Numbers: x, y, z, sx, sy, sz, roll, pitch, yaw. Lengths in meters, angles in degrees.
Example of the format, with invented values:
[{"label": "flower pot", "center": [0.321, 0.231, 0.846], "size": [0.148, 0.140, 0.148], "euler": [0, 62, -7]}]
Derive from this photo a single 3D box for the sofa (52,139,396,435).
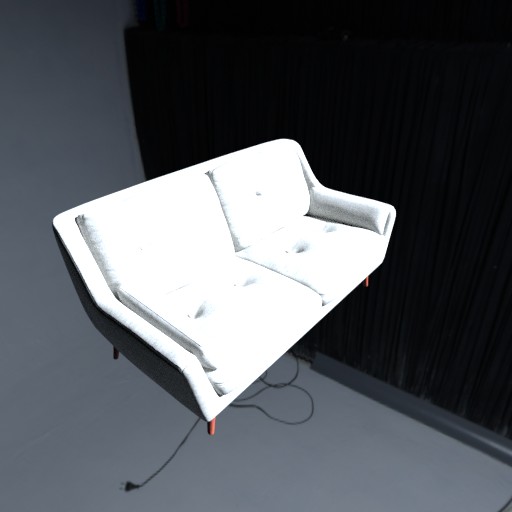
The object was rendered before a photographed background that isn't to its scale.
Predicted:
[{"label": "sofa", "center": [0.000, 0.000, 2.529], "size": [0.976, 0.897, 1.930], "euler": [21, 35, 33]}]
